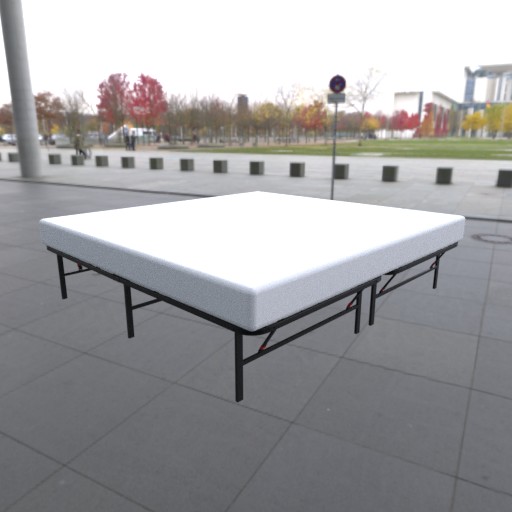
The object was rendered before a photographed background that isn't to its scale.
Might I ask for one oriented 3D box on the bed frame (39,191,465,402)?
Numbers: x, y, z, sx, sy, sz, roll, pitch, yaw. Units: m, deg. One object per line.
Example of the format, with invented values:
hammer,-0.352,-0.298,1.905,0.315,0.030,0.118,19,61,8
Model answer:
bed frame,0.000,0.000,2.961,1.935,0.525,2.033,14,21,42
